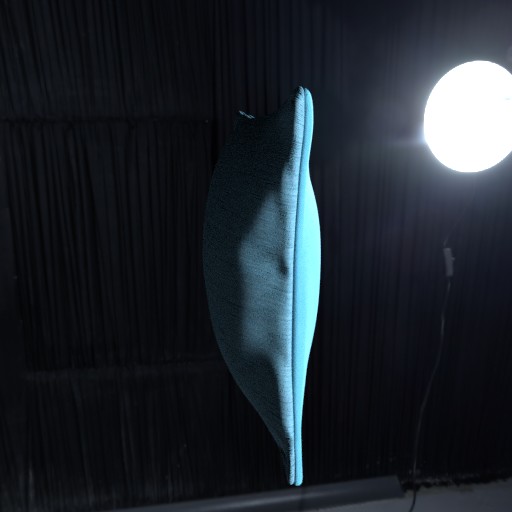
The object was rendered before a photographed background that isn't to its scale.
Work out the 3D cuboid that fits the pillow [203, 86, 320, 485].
[{"bbox_3d":[0.000,0.000,0.633,0.151,0.415,0.433,-3,16,-9],"label":"pillow"}]
